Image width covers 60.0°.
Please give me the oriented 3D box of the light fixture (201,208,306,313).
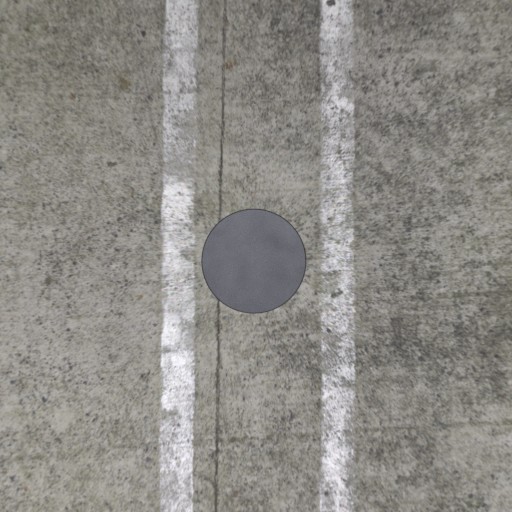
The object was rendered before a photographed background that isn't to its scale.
[{"bbox_3d":[0.000,0.000,1.219,0.304,1.090,0.304,0,91,0],"label":"light fixture"}]
